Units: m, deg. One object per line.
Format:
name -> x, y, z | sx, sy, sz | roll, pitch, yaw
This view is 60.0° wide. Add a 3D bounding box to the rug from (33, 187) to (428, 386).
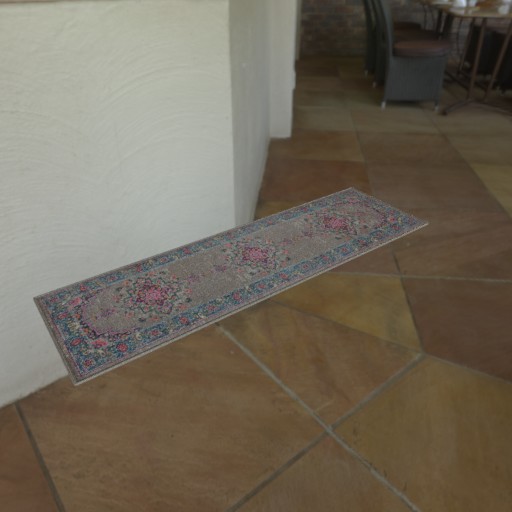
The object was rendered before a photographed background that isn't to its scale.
rug -> 0.000, 0.000, 2.049 | 1.827, 0.012, 0.553 | -22, 39, -29
